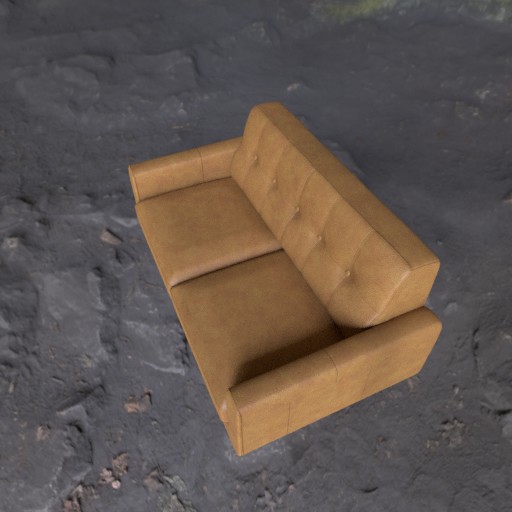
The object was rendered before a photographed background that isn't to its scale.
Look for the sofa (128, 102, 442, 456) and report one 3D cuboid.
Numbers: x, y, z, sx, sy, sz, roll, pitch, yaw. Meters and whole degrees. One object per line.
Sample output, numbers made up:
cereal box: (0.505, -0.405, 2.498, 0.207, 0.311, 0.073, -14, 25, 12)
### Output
sofa: (0.000, 0.000, 2.305, 0.952, 0.925, 1.651, -18, 49, -17)
